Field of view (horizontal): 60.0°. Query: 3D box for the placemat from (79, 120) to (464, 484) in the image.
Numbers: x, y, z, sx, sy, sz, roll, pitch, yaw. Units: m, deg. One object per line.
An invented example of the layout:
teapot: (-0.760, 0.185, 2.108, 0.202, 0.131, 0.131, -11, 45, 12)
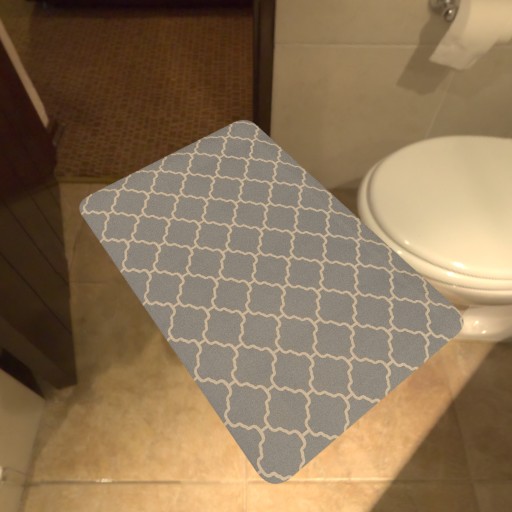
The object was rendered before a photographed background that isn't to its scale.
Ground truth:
placemat: (0.000, 0.000, 0.963, 0.508, 0.021, 0.762, -32, 63, -19)
